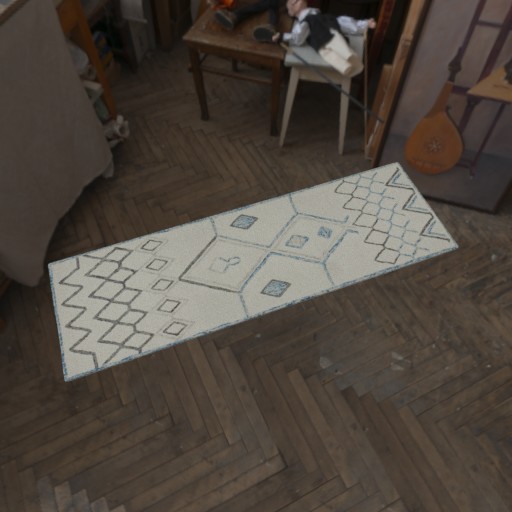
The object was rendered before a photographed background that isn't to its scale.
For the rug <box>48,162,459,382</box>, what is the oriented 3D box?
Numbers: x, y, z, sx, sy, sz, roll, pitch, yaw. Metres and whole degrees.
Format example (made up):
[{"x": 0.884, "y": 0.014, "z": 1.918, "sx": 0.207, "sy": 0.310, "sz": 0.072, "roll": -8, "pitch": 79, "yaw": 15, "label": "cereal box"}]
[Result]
[{"x": 0.000, "y": 0.000, "z": 2.751, "sx": 2.434, "sy": 0.013, "sz": 0.770, "roll": -17, "pitch": 60, "yaw": -10, "label": "rug"}]
